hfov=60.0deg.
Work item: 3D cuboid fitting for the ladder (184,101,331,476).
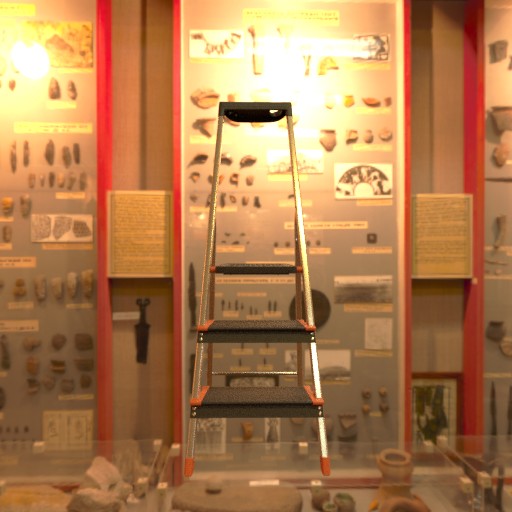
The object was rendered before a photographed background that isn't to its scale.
[{"bbox_3d":[0.000,0.000,1.580,0.416,1.229,0.686,0,1,-1],"label":"ladder"}]
